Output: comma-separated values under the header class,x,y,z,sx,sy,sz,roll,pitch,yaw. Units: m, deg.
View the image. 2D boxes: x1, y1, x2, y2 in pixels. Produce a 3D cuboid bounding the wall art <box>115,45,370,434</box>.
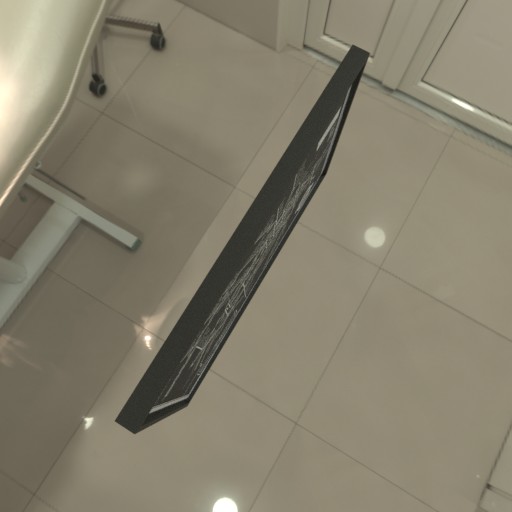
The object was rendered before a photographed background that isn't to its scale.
class,x,y,z,sx,sy,sz,roll,pitch,yaw
wall art,0.000,0.000,0.573,0.021,0.301,0.443,30,78,7
